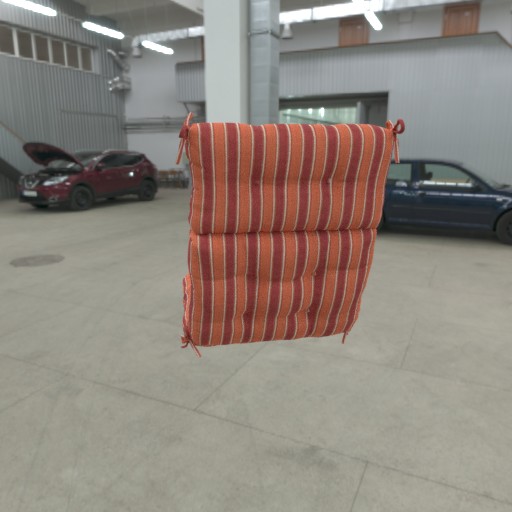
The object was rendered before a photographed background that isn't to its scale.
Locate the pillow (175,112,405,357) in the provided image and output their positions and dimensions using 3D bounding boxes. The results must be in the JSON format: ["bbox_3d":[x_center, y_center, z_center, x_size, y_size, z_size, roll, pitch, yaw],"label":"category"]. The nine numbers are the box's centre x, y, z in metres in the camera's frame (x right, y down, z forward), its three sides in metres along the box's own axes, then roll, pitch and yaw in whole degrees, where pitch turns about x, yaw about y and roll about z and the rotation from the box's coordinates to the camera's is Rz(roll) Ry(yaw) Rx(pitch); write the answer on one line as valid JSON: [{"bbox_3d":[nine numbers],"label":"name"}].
[{"bbox_3d":[0.000,0.000,1.513,0.526,0.863,1.016,-2,14,-9],"label":"pillow"}]
